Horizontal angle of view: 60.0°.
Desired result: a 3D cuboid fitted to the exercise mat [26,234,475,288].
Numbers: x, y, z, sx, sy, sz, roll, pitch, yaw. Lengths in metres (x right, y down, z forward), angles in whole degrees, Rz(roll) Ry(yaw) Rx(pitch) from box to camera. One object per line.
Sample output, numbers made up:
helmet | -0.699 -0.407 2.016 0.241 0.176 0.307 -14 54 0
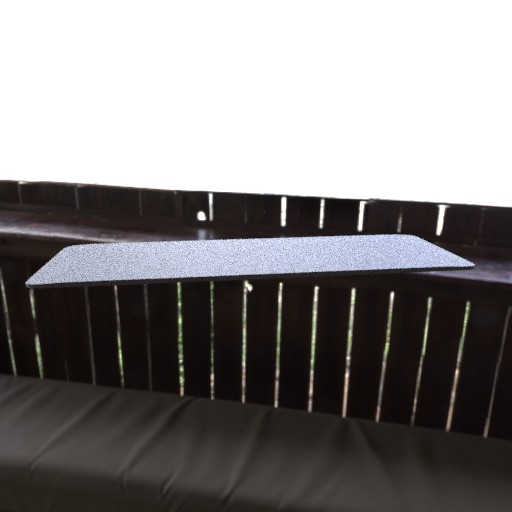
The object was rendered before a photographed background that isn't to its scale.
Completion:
exercise mat | 0.000 0.000 2.096 1.884 0.021 0.616 -2 16 -7
